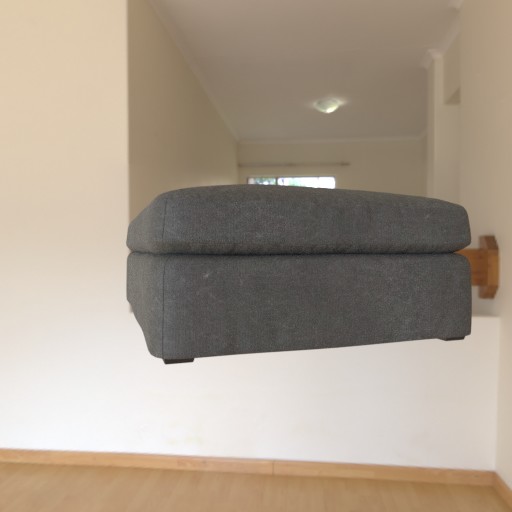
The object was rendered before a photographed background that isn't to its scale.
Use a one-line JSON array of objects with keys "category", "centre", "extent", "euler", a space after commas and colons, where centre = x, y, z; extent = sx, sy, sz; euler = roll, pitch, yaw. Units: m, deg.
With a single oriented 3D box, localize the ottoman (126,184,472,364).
[{"category": "ottoman", "centre": [0.000, 0.000, 1.571], "extent": [0.840, 0.429, 1.199], "euler": [0, 1, -19]}]
